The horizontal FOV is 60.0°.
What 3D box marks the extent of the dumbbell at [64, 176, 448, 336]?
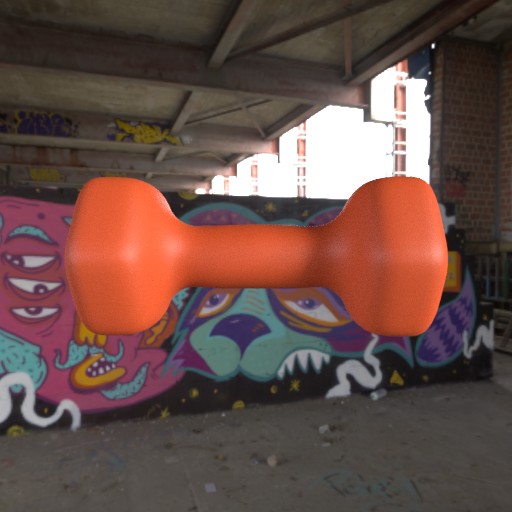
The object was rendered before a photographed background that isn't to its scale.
[{"bbox_3d":[0.000,0.000,0.209,0.162,0.071,0.079,0,1,2],"label":"dumbbell"}]
